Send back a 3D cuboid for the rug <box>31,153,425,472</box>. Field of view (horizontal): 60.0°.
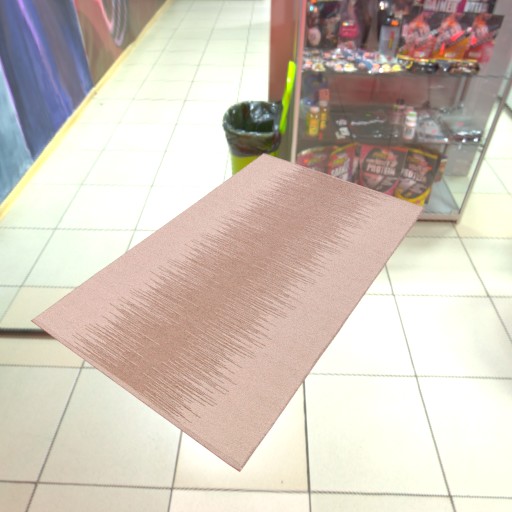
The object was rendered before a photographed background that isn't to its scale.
[{"bbox_3d":[0.000,0.000,3.020,1.522,0.012,2.440,25,47,25],"label":"rug"}]
